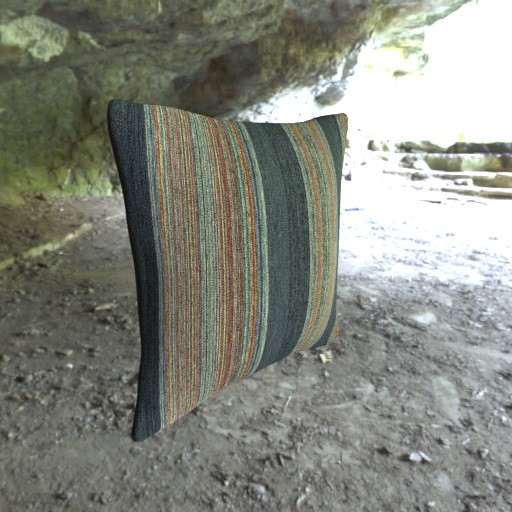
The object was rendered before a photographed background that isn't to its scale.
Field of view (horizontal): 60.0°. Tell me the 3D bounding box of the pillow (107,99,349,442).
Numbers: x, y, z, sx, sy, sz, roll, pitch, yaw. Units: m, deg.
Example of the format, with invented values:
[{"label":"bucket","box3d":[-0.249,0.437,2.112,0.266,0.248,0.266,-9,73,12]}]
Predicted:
[{"label":"pillow","box3d":[0.000,0.000,0.655,0.437,0.419,0.136,-14,21,-42]}]
